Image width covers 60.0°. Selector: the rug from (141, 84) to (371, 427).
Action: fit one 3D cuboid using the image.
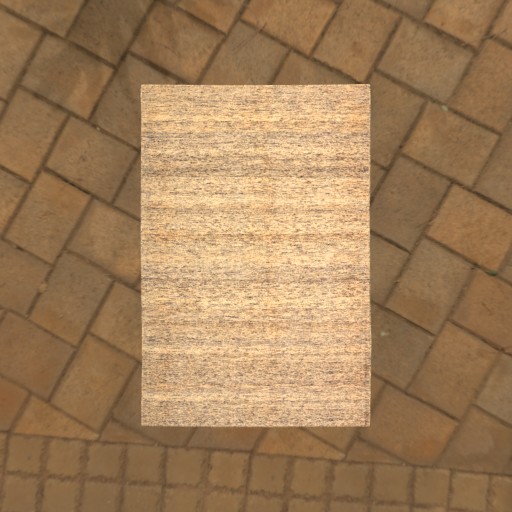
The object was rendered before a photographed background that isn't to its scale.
[{"bbox_3d":[0.000,0.000,2.391,1.243,0.014,1.846,0,90,0],"label":"rug"}]
